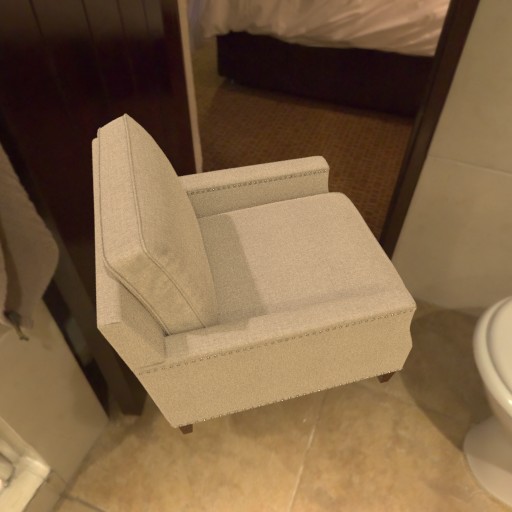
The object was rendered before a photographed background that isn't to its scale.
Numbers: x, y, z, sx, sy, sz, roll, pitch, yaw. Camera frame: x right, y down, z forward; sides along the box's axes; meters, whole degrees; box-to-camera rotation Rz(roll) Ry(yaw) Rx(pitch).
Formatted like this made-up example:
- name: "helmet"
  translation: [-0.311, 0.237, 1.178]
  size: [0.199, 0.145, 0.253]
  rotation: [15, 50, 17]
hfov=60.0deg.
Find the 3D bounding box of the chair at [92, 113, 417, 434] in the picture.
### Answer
- name: "chair"
  translation: [0.000, 0.000, 1.665]
  size: [1.014, 0.943, 0.853]
  rotation: [-11, 48, -10]
